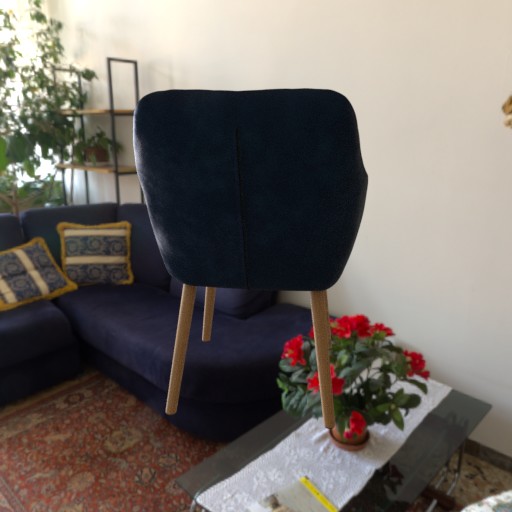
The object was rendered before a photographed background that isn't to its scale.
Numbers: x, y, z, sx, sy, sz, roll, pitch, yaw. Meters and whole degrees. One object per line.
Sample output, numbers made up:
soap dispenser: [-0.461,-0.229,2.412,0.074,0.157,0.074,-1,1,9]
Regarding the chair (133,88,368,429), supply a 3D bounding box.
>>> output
chair: [0.000,0.000,1.221,0.578,0.826,0.573,2,17,7]
